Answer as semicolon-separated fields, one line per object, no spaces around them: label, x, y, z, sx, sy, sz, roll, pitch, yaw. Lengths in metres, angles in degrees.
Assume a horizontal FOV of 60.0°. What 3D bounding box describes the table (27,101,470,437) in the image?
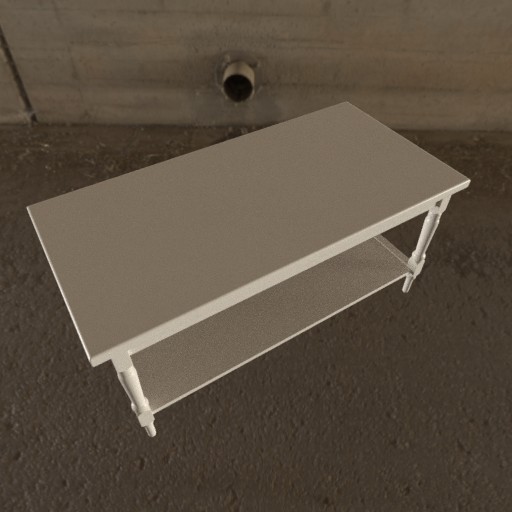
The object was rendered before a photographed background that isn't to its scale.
table;0.000;0.000;1.410;1.107;0.510;0.550;-24;51;-21
